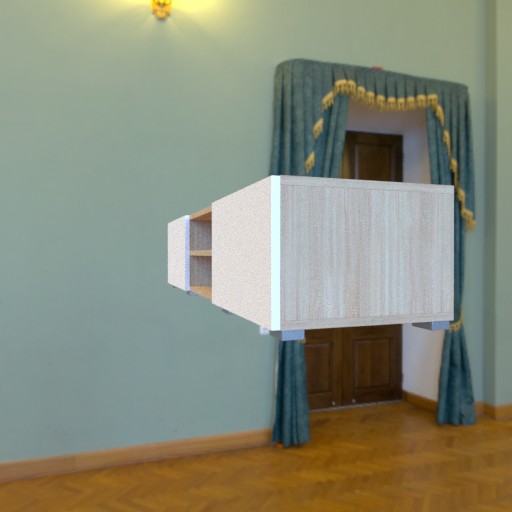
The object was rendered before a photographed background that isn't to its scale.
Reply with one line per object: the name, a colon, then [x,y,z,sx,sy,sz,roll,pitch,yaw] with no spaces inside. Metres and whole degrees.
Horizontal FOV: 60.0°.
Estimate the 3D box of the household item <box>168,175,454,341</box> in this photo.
household item: [0.000,0.000,1.547,0.420,0.310,1.400,0,0,-19]
